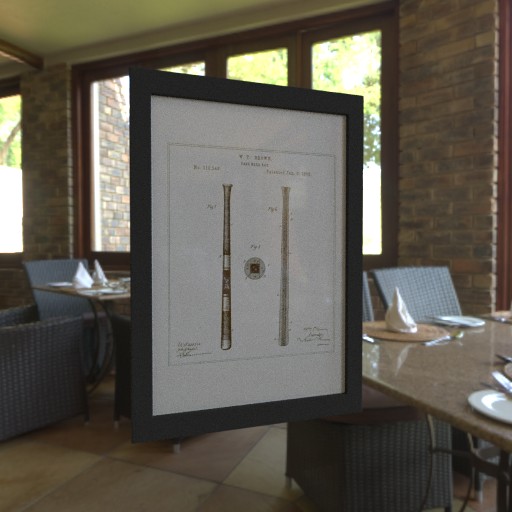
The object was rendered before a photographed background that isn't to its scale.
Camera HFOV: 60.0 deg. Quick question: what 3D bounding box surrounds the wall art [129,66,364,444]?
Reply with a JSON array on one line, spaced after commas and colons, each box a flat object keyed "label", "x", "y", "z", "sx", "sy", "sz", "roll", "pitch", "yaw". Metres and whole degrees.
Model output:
[{"label": "wall art", "x": 0.000, "y": 0.000, "z": 0.685, "sx": 0.374, "sy": 0.529, "sz": 0.012, "roll": 0, "pitch": 1, "yaw": -19}]
